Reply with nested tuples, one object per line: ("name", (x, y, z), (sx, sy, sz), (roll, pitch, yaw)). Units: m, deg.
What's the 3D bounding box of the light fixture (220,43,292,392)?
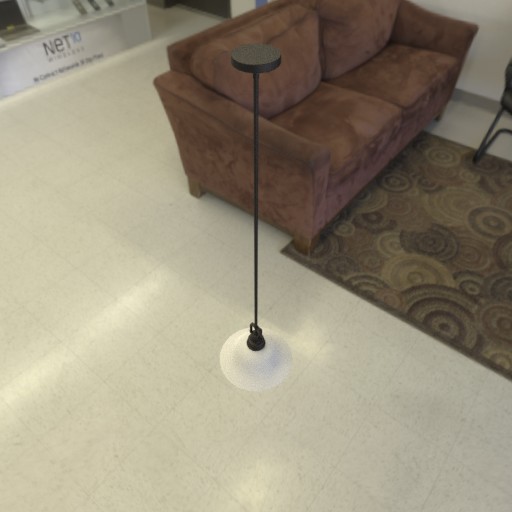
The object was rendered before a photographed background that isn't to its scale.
("light fixture", (0.000, 0.000, 1.486), (0.324, 1.337, 0.324), (33, 55, 27))
